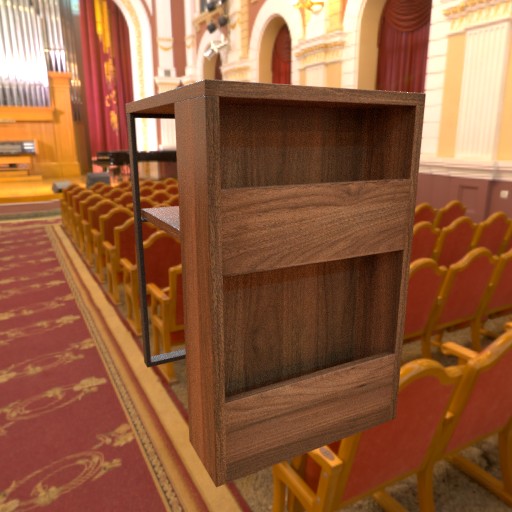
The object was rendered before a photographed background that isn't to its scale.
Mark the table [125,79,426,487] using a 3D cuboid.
[{"bbox_3d":[0.000,0.000,1.558,0.660,1.041,0.786,-8,17,-27],"label":"table"}]
